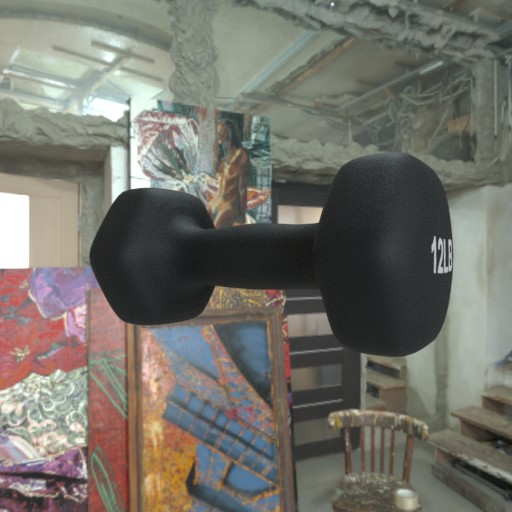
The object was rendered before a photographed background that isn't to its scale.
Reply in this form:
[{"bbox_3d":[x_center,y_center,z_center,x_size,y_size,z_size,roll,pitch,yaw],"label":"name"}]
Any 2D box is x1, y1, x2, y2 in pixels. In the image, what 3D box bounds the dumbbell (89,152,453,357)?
[{"bbox_3d":[0.000,0.000,0.287,0.231,0.101,0.112,0,-1,36],"label":"dumbbell"}]
